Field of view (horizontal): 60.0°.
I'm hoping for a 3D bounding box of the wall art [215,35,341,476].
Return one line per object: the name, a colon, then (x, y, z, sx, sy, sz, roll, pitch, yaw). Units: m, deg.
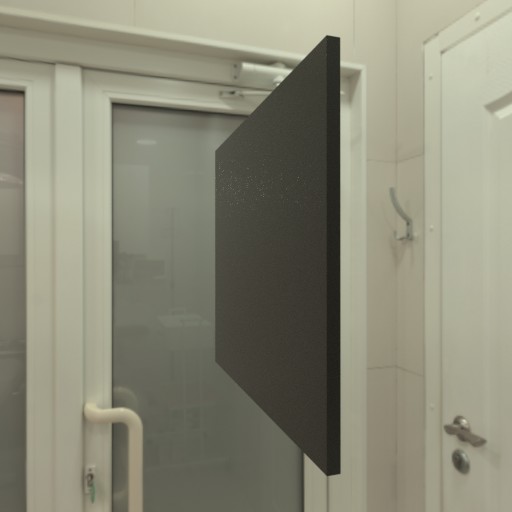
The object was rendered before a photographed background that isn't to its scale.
wall art: (0.000, 0.000, 0.516, 0.012, 0.332, 0.383, 0, 0, -18)
